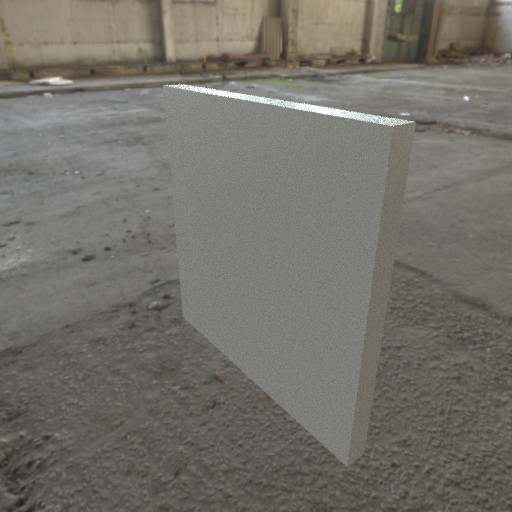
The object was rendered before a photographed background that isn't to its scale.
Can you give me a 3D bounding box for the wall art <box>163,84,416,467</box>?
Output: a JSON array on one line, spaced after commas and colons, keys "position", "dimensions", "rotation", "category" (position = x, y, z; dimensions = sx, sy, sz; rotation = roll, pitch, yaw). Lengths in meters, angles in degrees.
[{"position": [0.000, 0.000, 0.527], "dimensions": [0.027, 0.355, 0.355], "rotation": [-19, 32, -33], "category": "wall art"}]
